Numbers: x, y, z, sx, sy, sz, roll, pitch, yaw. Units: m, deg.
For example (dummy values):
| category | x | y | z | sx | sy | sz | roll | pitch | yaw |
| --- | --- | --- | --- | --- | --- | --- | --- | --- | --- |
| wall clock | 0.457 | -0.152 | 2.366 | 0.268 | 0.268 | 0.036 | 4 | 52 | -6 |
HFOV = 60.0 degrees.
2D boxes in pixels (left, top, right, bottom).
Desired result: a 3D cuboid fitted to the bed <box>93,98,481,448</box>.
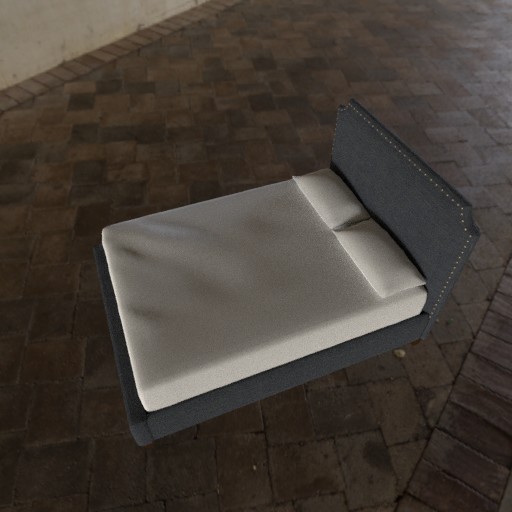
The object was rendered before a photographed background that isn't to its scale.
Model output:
| category | x | y | z | sx | sy | sz | roll | pitch | yaw |
| --- | --- | --- | --- | --- | --- | --- | --- | --- | --- |
| bed | 0.000 | 0.000 | 3.391 | 2.372 | 1.443 | 1.713 | -16 | 49 | -15 |
